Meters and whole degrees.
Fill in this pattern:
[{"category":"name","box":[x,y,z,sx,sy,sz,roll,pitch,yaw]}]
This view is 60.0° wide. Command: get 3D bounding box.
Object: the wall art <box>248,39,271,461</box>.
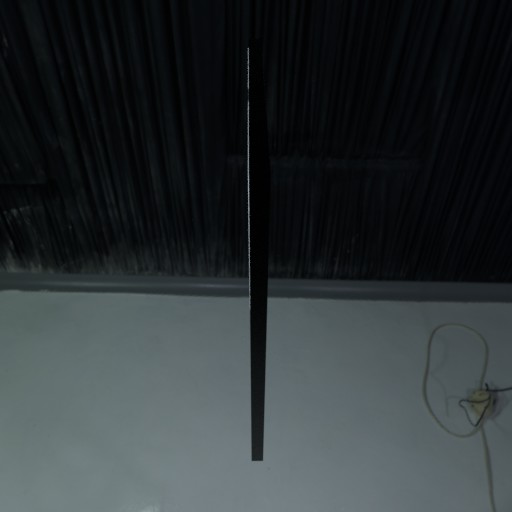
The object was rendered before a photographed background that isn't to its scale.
[{"category":"wall art","box":[0.000,0.000,1.397,0.040,1.062,0.805,0,41,-1]}]
